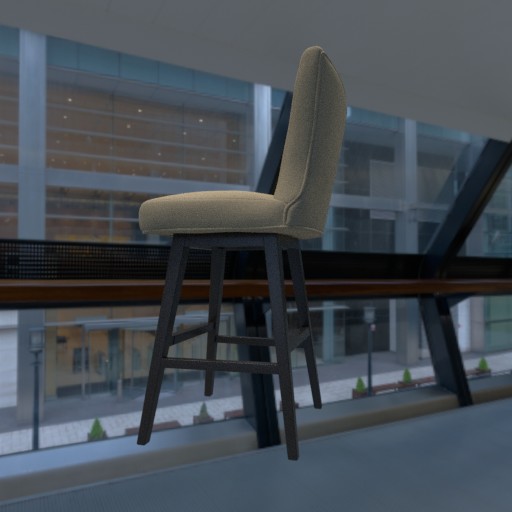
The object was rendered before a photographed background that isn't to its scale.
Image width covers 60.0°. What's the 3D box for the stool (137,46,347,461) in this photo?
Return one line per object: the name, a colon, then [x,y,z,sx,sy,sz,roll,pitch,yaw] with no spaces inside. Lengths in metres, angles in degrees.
stool: [0.000,0.000,1.438,0.574,1.086,0.514,0,-1,17]
